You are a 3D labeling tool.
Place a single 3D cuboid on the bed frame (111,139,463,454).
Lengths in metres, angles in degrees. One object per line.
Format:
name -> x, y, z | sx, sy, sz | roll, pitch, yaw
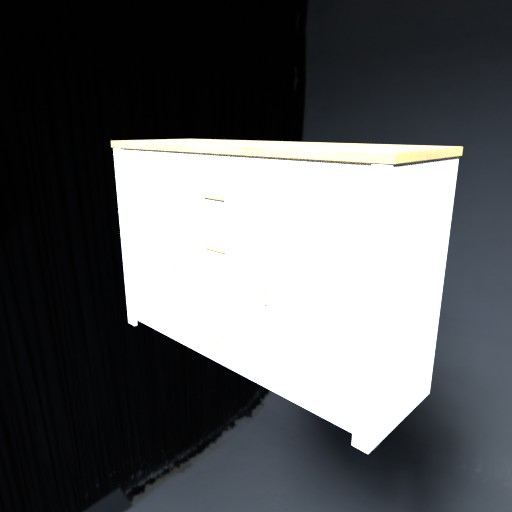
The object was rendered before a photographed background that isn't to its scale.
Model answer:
bed frame -> 0.000, 0.000, 1.723 | 1.300, 0.850, 0.430 | 15, 22, 42
